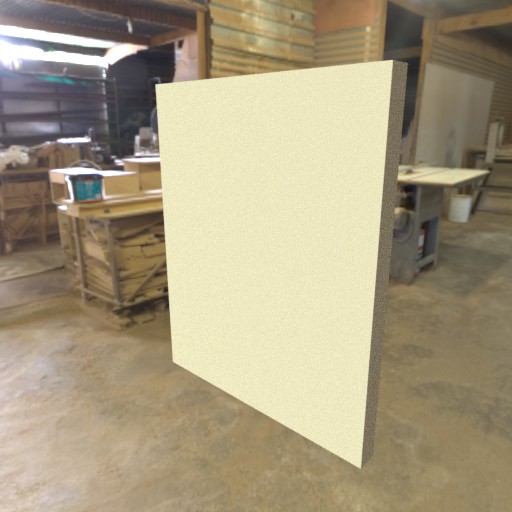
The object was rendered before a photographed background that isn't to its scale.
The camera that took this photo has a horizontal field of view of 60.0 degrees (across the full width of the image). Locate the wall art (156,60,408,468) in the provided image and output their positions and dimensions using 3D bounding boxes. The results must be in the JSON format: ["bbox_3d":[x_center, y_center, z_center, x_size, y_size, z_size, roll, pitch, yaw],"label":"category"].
[{"bbox_3d":[0.000,0.000,0.731,0.451,0.553,0.039,15,22,41],"label":"wall art"}]
